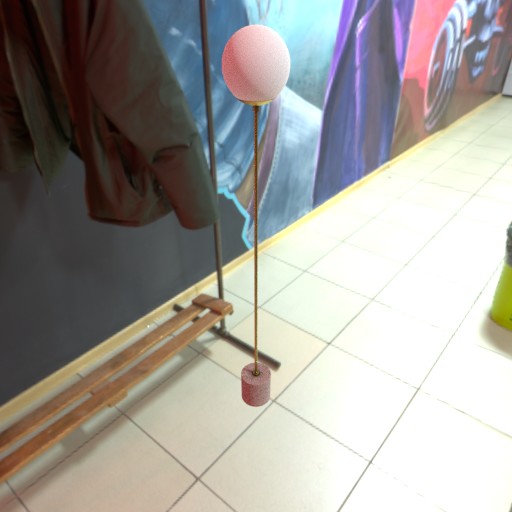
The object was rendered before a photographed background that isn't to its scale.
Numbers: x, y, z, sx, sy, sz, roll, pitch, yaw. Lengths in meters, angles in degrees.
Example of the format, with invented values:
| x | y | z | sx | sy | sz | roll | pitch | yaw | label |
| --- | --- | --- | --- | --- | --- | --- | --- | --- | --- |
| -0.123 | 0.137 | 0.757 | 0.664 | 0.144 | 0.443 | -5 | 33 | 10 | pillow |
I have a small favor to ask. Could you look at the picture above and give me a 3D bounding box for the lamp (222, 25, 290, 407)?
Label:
| x | y | z | sx | sy | sz | roll | pitch | yaw | label |
| --- | --- | --- | --- | --- | --- | --- | --- | --- | --- |
| 0.000 | 0.000 | 1.884 | 0.229 | 1.748 | 0.229 | -10 | 34 | -15 | lamp |
